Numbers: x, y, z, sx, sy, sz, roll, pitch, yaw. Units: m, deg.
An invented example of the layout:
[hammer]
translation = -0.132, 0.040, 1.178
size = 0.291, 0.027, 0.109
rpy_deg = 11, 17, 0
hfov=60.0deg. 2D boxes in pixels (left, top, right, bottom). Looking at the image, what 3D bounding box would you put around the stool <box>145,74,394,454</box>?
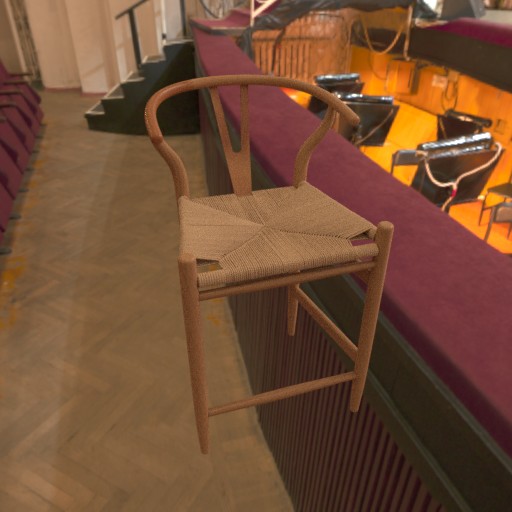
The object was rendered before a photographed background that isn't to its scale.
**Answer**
[stool]
translation = 0.000, 0.000, 1.319
size = 0.536, 0.923, 0.575
rpy_deg = -10, 33, -15
